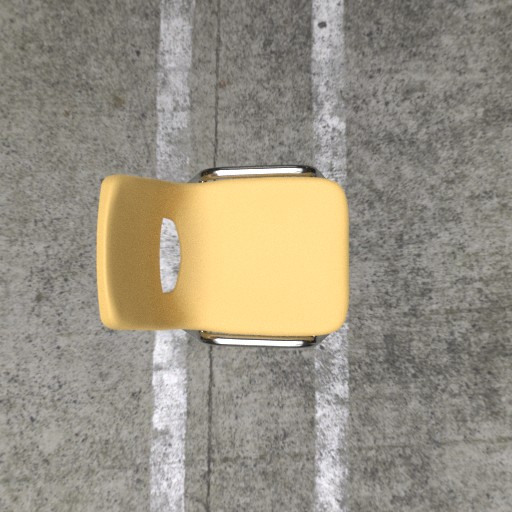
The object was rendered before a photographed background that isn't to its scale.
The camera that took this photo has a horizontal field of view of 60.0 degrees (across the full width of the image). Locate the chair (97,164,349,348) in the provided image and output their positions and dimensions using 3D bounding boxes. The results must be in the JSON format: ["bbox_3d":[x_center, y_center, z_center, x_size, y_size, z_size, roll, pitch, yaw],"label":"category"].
[{"bbox_3d":[0.000,0.000,0.838,0.423,0.586,0.354,0,89,-1],"label":"chair"}]
